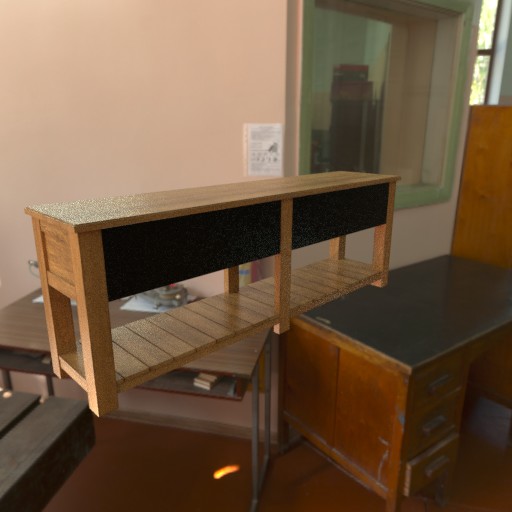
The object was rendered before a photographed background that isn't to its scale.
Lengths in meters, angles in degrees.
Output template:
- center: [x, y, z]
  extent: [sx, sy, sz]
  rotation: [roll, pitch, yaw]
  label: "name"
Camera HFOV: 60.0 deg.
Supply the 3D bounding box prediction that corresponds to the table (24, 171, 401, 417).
- center: [0.000, 0.000, 2.064]
  extent: [1.815, 0.635, 0.425]
  rotation: [-15, 22, -42]
  label: "table"
